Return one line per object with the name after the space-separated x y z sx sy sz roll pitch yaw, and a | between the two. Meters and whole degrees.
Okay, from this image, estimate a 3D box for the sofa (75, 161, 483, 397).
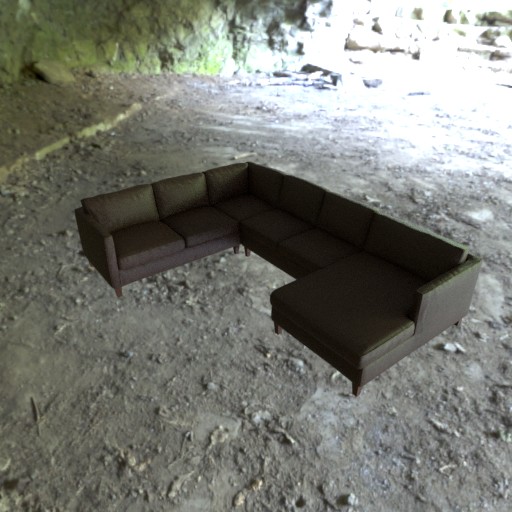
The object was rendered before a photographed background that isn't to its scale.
0.000 0.000 4.615 2.593 0.923 3.460 -21 36 -32 | sofa
